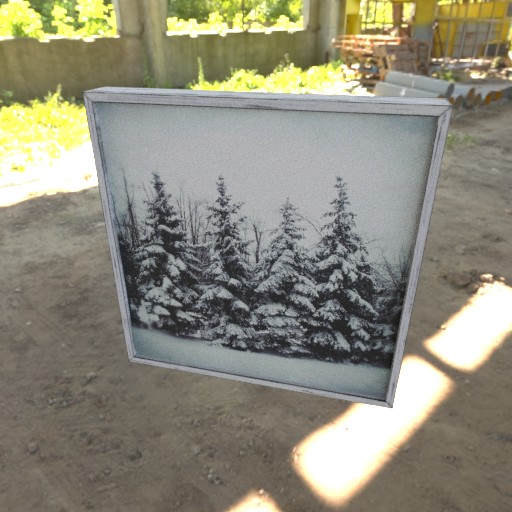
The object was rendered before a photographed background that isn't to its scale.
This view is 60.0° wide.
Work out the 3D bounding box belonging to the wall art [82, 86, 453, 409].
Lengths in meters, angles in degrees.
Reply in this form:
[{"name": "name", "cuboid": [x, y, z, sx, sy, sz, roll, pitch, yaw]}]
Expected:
[{"name": "wall art", "cuboid": [0.000, 0.000, 0.440, 0.303, 0.303, 0.036, 7, 28, 12]}]
